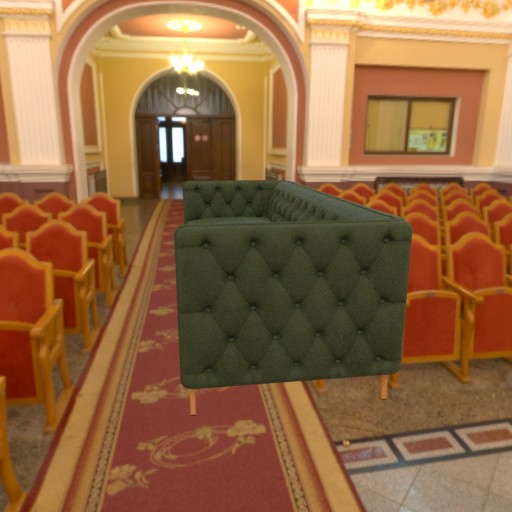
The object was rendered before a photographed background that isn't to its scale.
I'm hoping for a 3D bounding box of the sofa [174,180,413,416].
[{"bbox_3d":[0.000,0.000,2.708,0.895,0.771,2.209,-2,14,-8],"label":"sofa"}]
